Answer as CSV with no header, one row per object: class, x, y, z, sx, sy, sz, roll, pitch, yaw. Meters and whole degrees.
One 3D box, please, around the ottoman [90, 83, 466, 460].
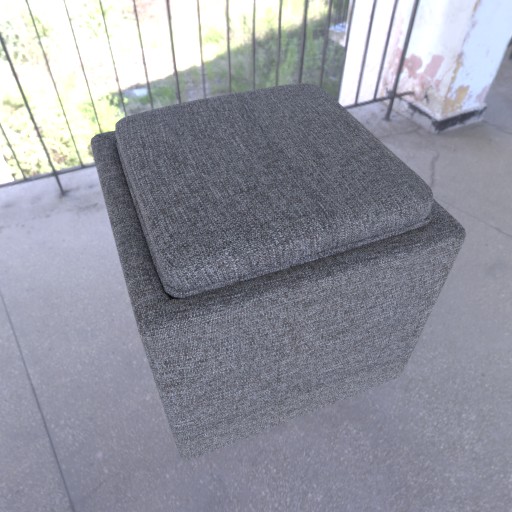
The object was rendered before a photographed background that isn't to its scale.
ottoman,0.000,0.000,0.804,0.450,0.460,0.450,-16,48,-15
